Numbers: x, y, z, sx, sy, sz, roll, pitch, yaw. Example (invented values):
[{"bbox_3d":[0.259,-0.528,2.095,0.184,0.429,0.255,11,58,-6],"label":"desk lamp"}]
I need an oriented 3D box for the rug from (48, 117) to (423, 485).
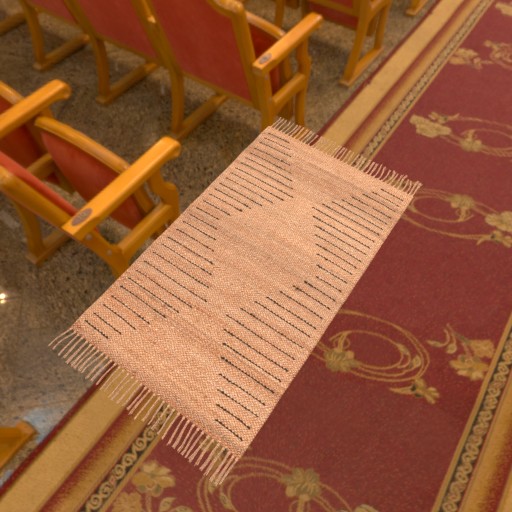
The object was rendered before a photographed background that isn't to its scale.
[{"bbox_3d":[0.000,0.000,2.055,0.905,0.017,1.718,31,63,17],"label":"rug"}]
